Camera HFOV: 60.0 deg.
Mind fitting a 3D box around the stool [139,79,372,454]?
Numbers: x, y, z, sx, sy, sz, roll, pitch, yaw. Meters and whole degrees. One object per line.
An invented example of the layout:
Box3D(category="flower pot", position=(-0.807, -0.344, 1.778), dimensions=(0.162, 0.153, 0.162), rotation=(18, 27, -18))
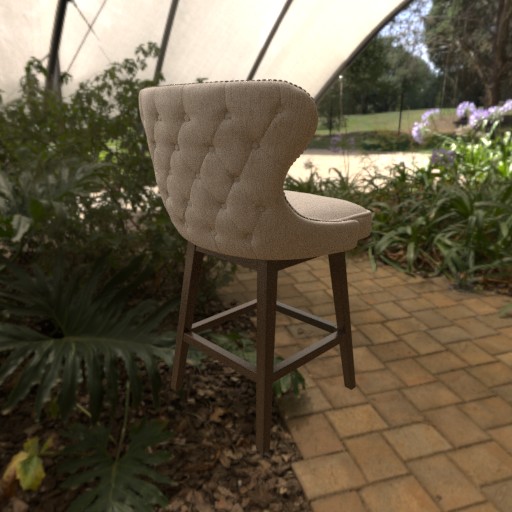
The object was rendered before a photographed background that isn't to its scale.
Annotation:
Box3D(category="stool", position=(0.000, 0.000, 1.369), dimensions=(0.597, 0.972, 0.615), rotation=(-17, 24, -42))
